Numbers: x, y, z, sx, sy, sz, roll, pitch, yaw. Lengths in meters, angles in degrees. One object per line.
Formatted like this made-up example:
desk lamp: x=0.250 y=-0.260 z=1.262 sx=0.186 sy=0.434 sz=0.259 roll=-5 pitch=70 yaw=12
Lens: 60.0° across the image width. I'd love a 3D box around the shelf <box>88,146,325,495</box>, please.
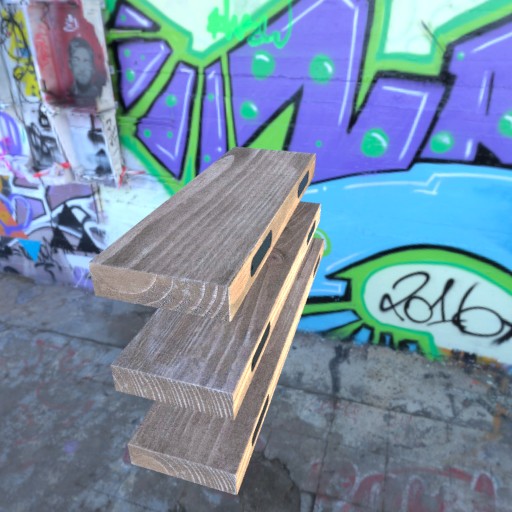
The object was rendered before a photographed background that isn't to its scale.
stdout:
shelf: x=0.000 y=0.000 z=0.719 sx=0.140 sy=0.293 sz=0.610 roll=9 pitch=31 yaw=15
